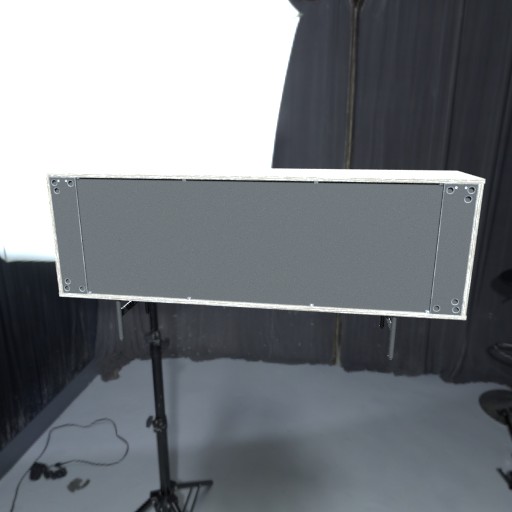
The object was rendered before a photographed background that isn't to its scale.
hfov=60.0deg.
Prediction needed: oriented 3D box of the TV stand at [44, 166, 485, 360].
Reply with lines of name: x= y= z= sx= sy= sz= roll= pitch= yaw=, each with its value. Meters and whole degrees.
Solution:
TV stand: x=0.000 y=0.000 z=2.093 sx=1.804 sy=0.787 sz=0.405 roll=2 pitch=16 yaw=8
